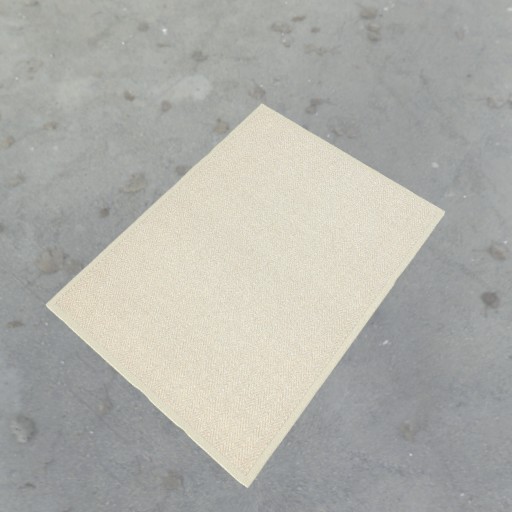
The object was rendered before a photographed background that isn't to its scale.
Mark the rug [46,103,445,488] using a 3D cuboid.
[{"bbox_3d":[0.000,0.000,4.895,2.734,0.037,3.659,36,69,16],"label":"rug"}]
